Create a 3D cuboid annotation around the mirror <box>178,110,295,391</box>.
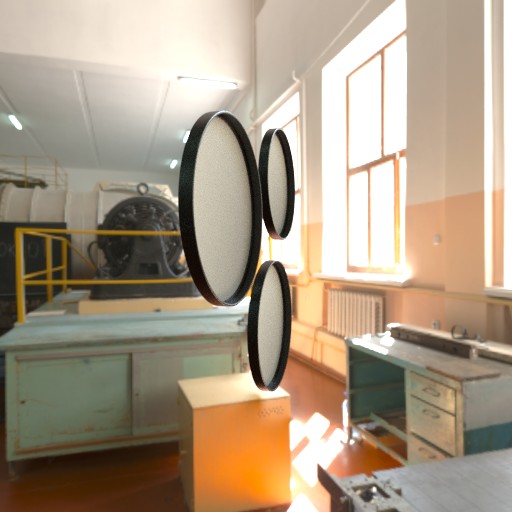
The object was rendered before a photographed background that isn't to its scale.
[{"bbox_3d":[0.000,0.000,3.099,0.076,2.096,2.160,0,0,18],"label":"mirror"}]
